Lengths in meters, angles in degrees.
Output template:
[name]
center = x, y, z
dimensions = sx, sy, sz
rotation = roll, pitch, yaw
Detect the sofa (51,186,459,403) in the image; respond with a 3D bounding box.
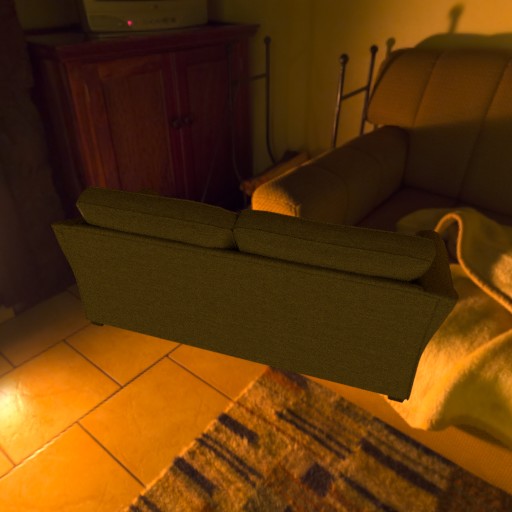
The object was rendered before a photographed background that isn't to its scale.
[sofa]
center = 0.000, 0.000, 2.819
dimensions = 2.270, 0.950, 0.971
rotation = 10, 34, 16
